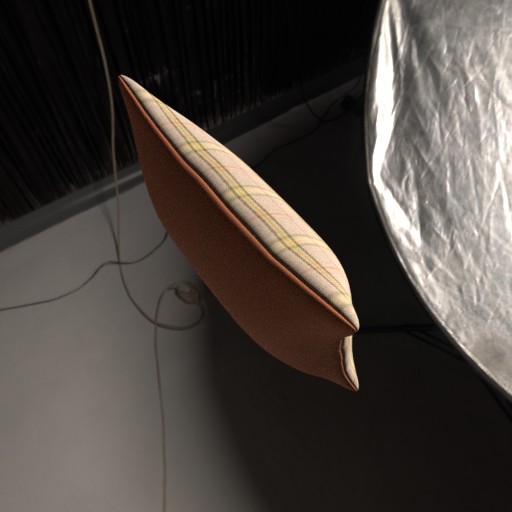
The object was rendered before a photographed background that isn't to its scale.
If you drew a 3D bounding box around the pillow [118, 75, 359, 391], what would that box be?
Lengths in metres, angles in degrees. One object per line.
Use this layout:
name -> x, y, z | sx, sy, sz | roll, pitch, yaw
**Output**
pillow -> 0.000, 0.000, 0.687 | 0.200, 0.430, 0.453 | -32, 62, -19
